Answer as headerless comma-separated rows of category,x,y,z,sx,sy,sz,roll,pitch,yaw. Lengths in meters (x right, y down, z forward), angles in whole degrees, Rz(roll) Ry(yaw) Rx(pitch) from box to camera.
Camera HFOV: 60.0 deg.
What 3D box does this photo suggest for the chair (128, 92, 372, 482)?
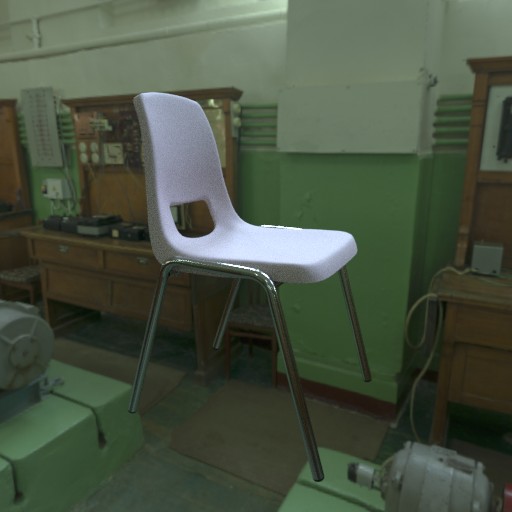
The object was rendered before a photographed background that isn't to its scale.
chair,0.000,0.000,0.917,0.436,0.653,0.381,7,16,26
